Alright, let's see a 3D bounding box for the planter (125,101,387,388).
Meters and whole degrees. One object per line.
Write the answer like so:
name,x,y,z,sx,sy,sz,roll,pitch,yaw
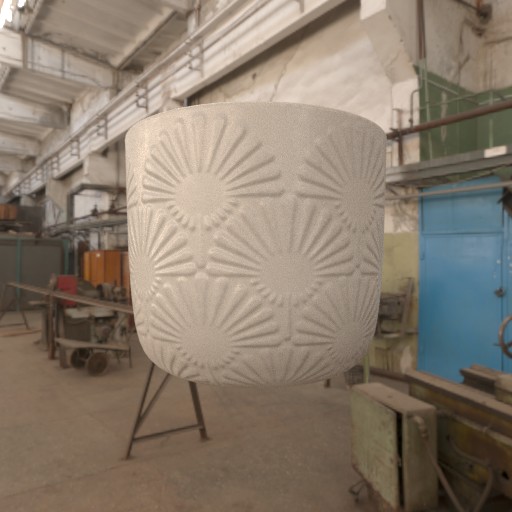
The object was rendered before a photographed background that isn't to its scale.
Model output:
planter,0.000,0.000,0.218,0.124,0.109,0.124,0,-1,0
